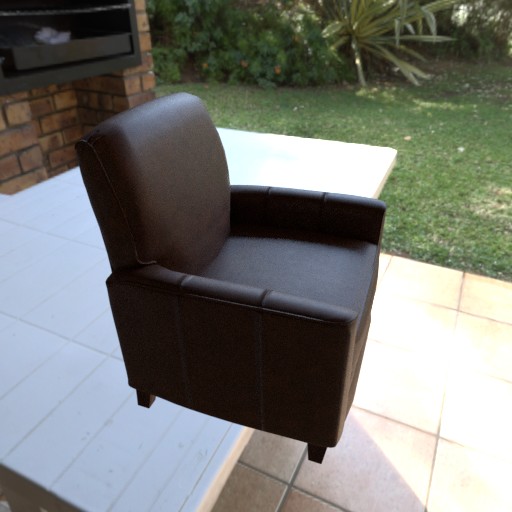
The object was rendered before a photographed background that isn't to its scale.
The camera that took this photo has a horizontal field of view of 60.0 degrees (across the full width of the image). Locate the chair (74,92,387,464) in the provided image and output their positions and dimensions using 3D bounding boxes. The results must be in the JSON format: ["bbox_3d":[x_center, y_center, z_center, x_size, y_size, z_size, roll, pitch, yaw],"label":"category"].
[{"bbox_3d":[0.000,0.000,1.584,0.850,1.010,0.839,11,33,17],"label":"chair"}]
